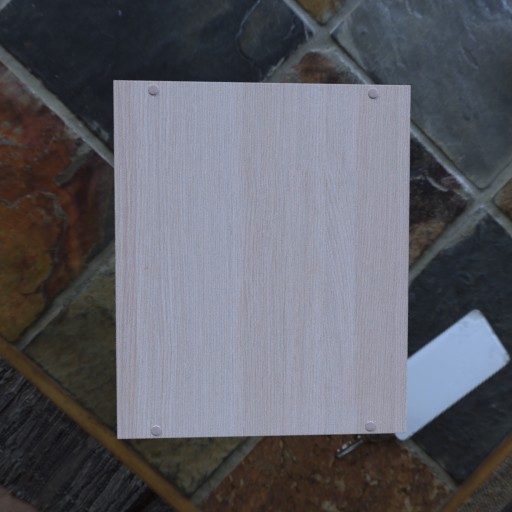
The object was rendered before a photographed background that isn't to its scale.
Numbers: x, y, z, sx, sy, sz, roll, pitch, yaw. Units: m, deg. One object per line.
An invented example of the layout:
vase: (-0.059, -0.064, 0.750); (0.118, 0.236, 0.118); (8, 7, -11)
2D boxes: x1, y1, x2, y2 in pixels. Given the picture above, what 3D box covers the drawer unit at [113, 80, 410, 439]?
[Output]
drawer unit: (0.000, 0.000, 0.609); (0.290, 0.344, 0.349); (0, 92, -3)
